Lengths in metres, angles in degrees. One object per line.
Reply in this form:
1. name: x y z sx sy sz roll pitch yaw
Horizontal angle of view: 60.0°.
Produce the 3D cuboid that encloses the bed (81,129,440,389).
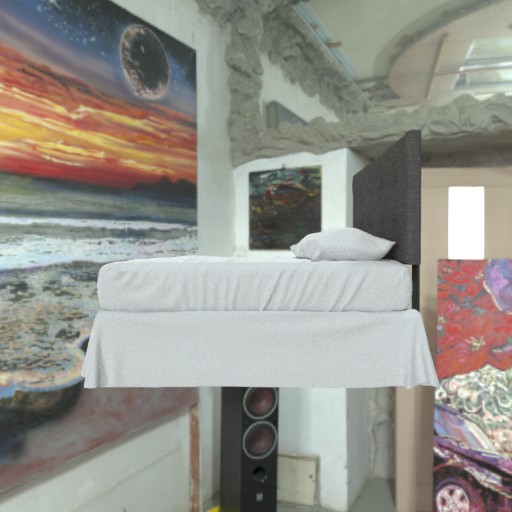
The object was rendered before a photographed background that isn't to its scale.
1. bed: 0.000 0.000 3.530 2.222 1.577 1.936 0 1 0
